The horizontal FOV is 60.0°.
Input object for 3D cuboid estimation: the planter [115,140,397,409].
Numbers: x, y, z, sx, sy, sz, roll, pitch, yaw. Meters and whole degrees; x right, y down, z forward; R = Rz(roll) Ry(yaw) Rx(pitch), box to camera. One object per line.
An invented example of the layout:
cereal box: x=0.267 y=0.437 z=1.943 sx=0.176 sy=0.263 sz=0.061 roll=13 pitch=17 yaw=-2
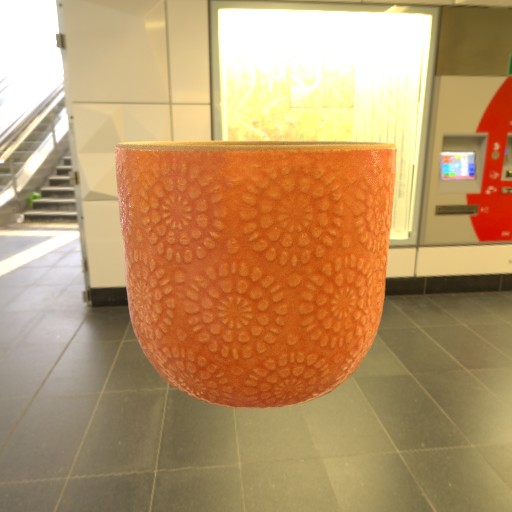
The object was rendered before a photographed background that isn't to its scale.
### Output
planter: x=0.000 y=0.000 z=0.291 sx=0.170 sy=0.152 sz=0.170 roll=0 pitch=15 yaw=0
